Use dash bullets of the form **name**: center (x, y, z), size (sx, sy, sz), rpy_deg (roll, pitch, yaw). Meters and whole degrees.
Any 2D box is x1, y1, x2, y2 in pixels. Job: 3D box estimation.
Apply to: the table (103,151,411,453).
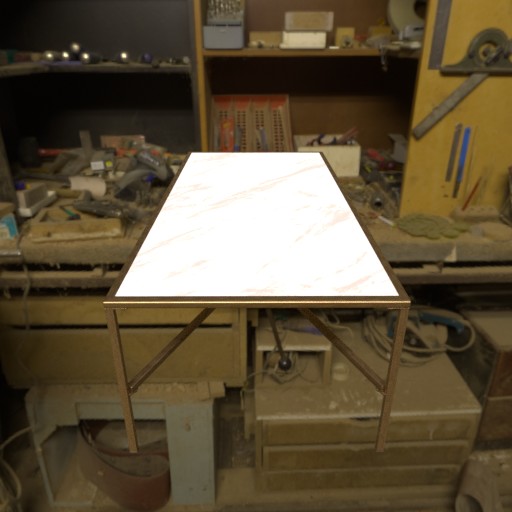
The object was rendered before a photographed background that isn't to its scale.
- **table**: center (0.000, 0.000, 1.451), size (0.577, 0.405, 1.197), rpy_deg (0, 26, 0)
